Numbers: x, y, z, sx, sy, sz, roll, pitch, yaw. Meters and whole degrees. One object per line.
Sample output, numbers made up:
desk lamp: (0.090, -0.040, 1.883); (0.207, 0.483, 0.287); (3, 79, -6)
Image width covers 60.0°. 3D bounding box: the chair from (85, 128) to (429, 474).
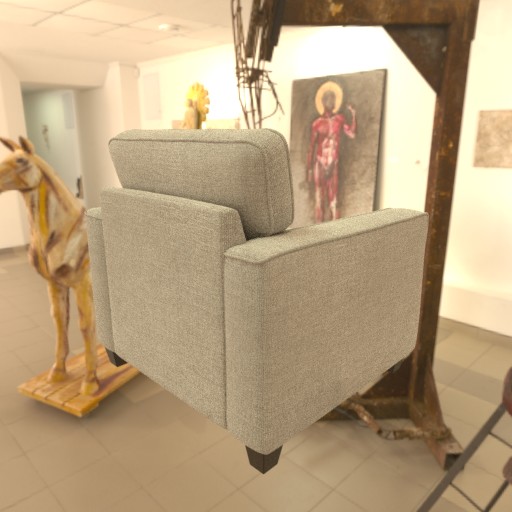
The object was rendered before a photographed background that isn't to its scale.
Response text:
chair: (0.000, 0.000, 1.753); (0.939, 0.965, 1.015); (-15, 22, -43)
